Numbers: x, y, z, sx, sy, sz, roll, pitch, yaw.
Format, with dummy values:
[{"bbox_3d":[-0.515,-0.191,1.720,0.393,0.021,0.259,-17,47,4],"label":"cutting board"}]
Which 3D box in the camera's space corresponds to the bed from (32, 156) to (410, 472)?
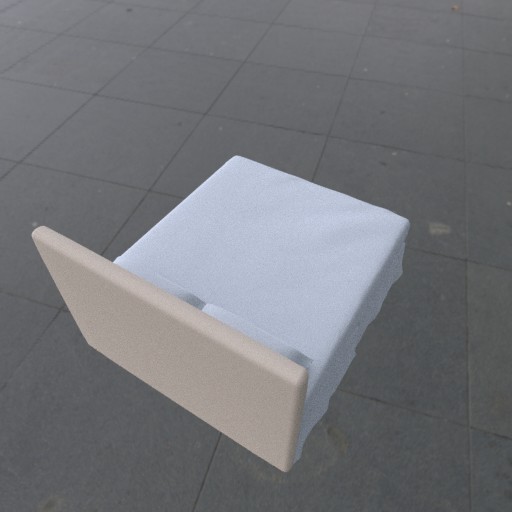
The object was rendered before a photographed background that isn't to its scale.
[{"bbox_3d":[0.000,0.000,3.345,1.884,1.330,2.142,25,52,21],"label":"bed"}]
